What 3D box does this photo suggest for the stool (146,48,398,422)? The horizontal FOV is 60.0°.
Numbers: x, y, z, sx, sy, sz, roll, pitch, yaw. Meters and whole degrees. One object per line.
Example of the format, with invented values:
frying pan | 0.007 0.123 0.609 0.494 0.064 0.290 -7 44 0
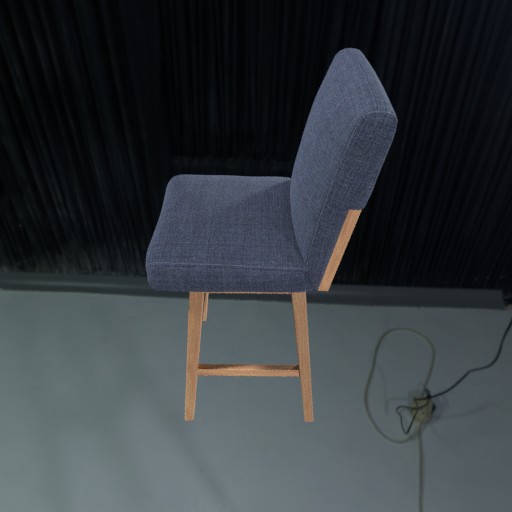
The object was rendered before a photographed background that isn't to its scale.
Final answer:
stool | 0.000 0.000 1.363 0.570 1.112 0.483 0 41 1
